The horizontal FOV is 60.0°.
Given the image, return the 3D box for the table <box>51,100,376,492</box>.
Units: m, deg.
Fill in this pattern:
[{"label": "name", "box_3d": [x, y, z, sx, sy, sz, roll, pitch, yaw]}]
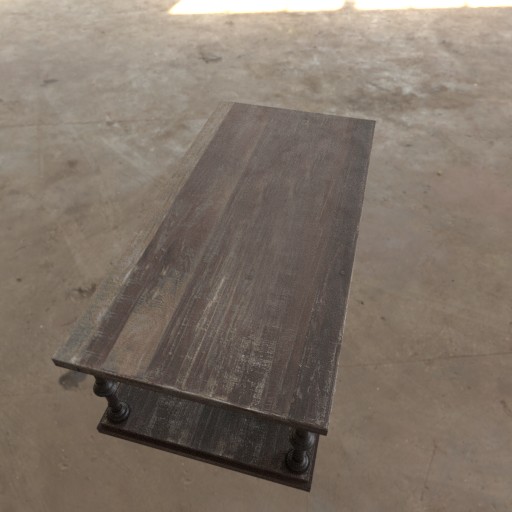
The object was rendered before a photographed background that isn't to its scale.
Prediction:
[{"label": "table", "box_3d": [0.000, 0.000, 1.327, 0.554, 0.373, 1.088, 11, 48, 10]}]
